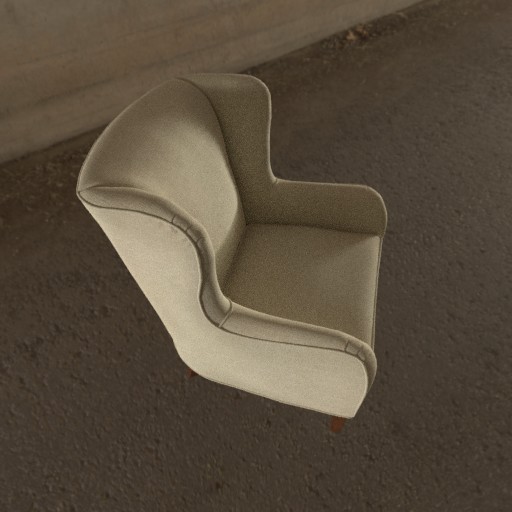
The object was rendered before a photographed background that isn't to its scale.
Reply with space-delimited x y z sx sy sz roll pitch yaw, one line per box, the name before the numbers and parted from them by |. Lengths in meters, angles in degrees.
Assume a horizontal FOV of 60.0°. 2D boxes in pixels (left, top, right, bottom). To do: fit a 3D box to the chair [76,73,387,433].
chair | 0.000 0.000 1.687 0.966 1.040 0.838 10 47 10
